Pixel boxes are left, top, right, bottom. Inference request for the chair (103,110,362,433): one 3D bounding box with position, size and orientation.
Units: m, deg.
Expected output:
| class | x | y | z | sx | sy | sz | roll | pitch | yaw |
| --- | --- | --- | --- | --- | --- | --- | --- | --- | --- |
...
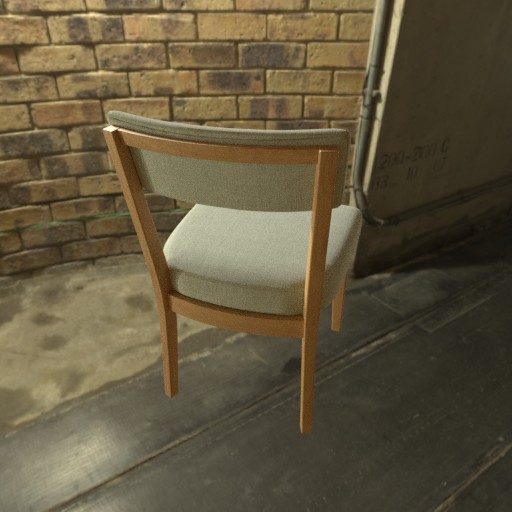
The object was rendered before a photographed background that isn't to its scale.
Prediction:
| class | x | y | z | sx | sy | sz | roll | pitch | yaw |
| --- | --- | --- | --- | --- | --- | --- | --- | --- | --- |
| chair | 0.000 | 0.000 | 1.205 | 0.508 | 0.832 | 0.572 | 9 | 32 | 15 |
